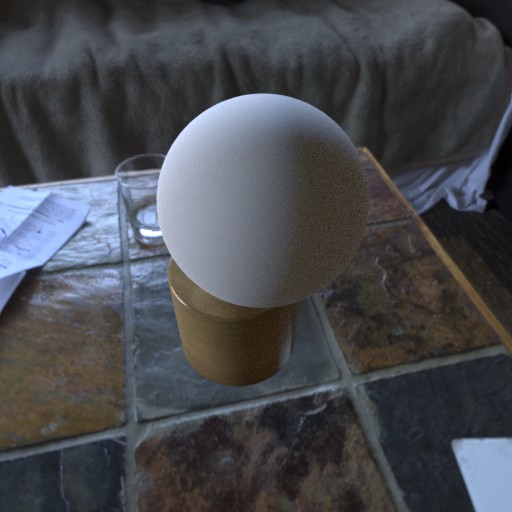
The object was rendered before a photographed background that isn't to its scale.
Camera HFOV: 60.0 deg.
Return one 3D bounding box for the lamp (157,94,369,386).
[{"bbox_3d":[0.000,0.000,0.344,0.152,0.250,0.141,25,51,22],"label":"lamp"}]
